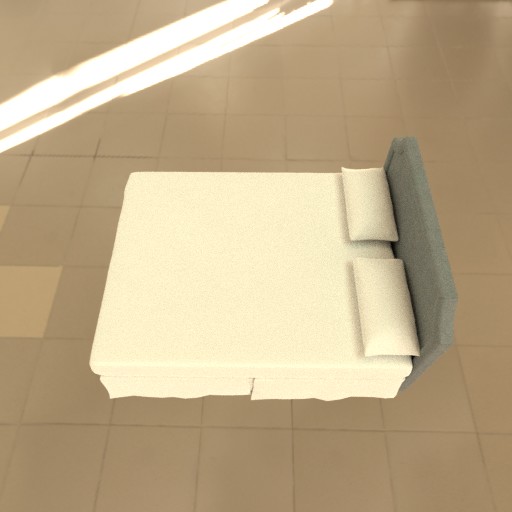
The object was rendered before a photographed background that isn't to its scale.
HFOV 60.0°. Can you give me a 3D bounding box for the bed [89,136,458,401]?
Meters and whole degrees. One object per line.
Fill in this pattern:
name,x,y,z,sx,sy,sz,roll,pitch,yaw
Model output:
bed,0.000,0.000,3.597,2.464,1.306,1.977,0,58,0
